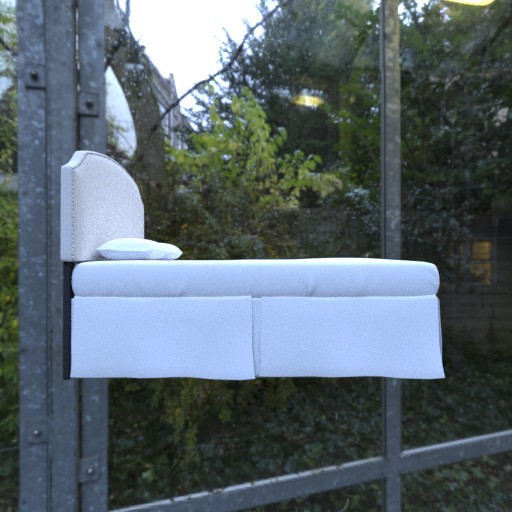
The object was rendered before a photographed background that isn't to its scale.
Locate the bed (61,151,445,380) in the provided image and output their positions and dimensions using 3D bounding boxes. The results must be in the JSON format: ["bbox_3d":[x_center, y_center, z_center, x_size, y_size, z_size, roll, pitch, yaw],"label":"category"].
[{"bbox_3d":[0.000,0.000,2.998,1.999,1.270,1.558,0,-1,-1],"label":"bed"}]
